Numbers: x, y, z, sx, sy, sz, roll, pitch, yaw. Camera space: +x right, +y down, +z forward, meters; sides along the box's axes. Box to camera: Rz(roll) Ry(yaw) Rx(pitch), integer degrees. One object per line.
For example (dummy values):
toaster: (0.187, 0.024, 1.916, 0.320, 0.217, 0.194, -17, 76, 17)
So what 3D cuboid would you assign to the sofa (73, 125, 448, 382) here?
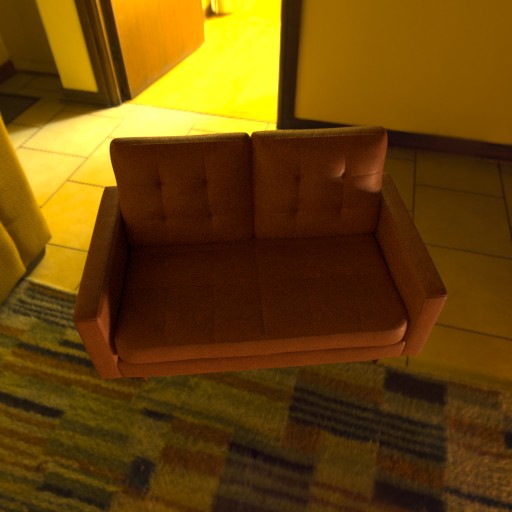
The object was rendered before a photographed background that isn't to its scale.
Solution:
sofa: (0.000, 0.000, 2.003, 1.430, 0.898, 0.868, -4, 46, -3)
